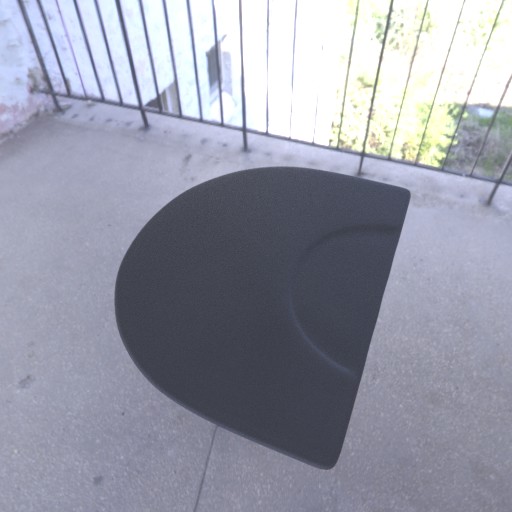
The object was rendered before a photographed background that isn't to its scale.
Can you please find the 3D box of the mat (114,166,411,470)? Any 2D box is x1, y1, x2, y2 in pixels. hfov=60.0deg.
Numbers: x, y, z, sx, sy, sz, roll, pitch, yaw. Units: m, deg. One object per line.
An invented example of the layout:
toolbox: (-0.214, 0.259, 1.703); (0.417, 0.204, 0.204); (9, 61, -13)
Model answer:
mat: (0.000, 0.000, 1.586); (0.917, 0.016, 1.220); (17, 48, 15)
